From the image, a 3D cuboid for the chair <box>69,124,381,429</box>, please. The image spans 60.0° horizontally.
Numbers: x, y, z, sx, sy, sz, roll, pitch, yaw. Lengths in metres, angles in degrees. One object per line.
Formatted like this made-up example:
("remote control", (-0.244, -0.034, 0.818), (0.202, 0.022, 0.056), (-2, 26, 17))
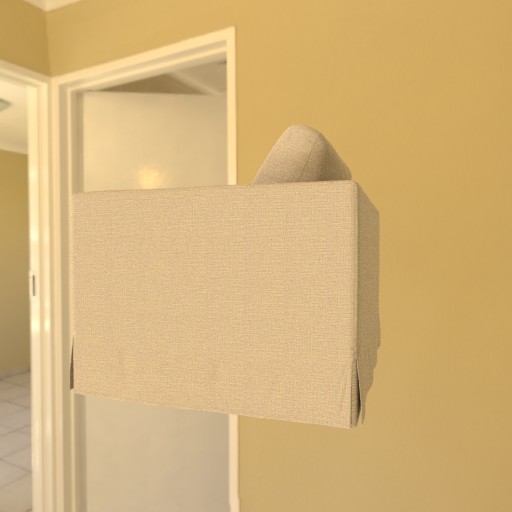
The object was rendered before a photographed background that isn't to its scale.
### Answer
("chair", (0.000, 0.000, 1.832), (0.957, 0.878, 1.150), (0, 2, 18))
